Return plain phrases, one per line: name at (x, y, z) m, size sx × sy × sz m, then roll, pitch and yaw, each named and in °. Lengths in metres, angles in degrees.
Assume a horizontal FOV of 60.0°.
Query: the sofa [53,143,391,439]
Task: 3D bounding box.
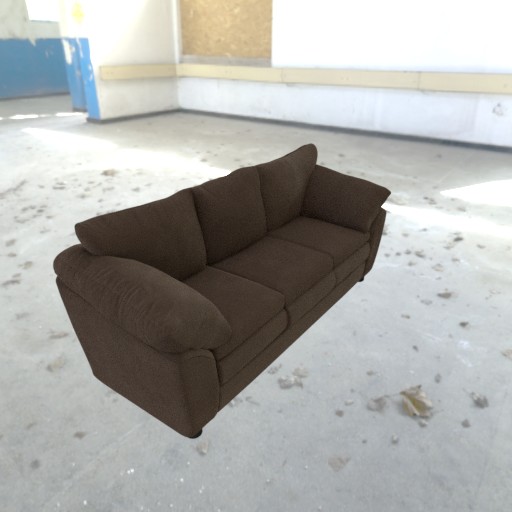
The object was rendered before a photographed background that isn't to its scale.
sofa at (0.000, 0.000, 2.845) m, size 0.878 × 1.015 × 2.336 m, roll 18°, pitch 31°, yaw 32°
